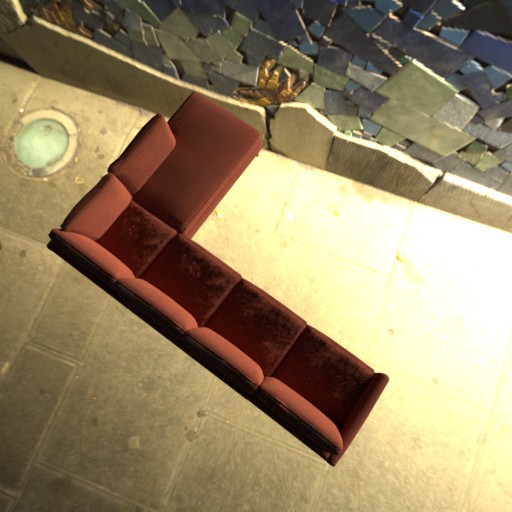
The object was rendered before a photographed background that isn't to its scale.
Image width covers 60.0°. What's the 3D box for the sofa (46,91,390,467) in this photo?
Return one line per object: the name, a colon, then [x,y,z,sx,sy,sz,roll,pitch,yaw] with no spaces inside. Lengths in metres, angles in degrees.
sofa: [0.000,0.000,3.593,2.736,0.757,1.879,35,78,9]
